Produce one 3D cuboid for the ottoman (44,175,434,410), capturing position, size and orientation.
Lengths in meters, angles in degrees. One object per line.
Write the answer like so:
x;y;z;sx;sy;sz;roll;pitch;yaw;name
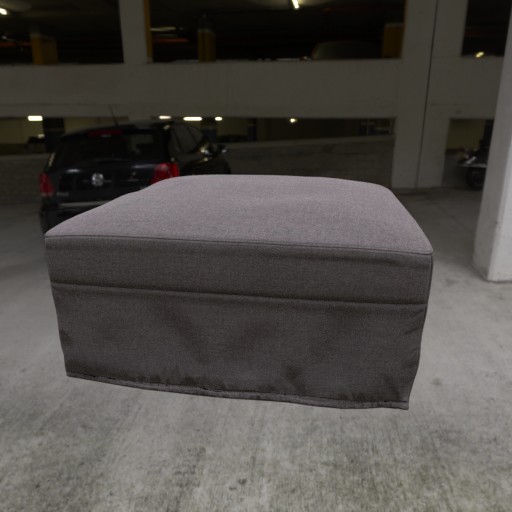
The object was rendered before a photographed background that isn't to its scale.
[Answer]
0.000;0.000;1.330;0.840;0.436;0.843;3;18;9;ottoman
